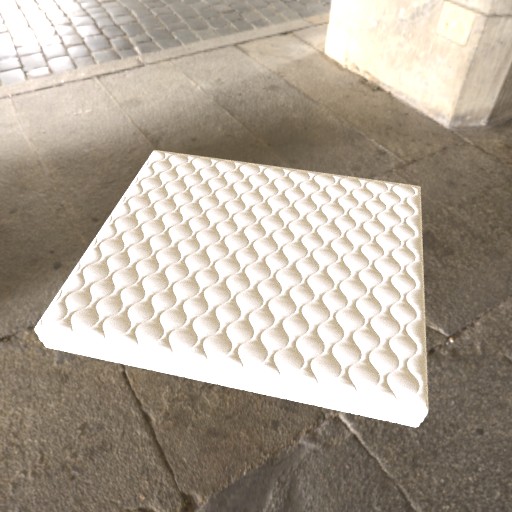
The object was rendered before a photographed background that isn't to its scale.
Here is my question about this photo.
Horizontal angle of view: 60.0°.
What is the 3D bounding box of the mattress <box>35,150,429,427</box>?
[{"bbox_3d":[0.000,0.000,2.627,1.900,0.200,1.600,10,48,9],"label":"mattress"}]
